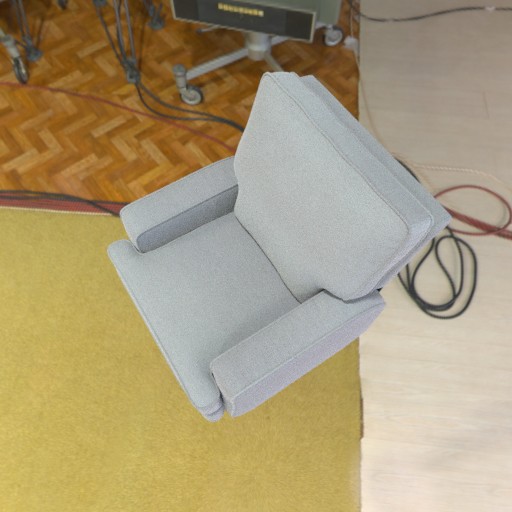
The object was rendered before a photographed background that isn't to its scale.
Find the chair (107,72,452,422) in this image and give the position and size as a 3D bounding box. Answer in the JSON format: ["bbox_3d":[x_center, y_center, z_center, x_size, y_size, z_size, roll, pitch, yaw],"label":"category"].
[{"bbox_3d":[0.000,0.000,1.698,0.969,0.964,0.861,-30,67,-14],"label":"chair"}]
